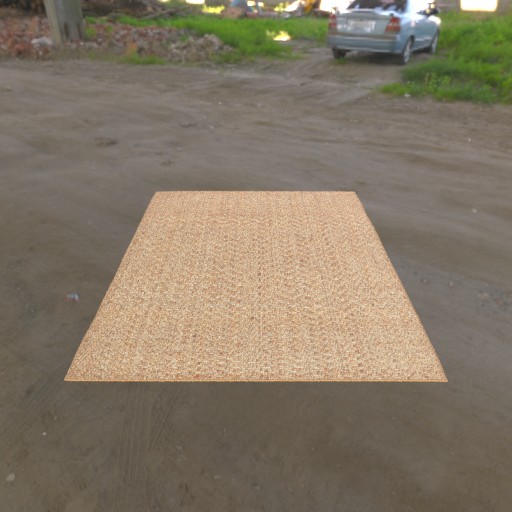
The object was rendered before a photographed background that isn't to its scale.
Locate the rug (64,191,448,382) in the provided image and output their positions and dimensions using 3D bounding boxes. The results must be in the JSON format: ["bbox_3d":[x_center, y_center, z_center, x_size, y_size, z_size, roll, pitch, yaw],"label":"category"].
[{"bbox_3d":[0.000,0.000,4.083,2.439,0.013,3.048,0,31,0],"label":"rug"}]
